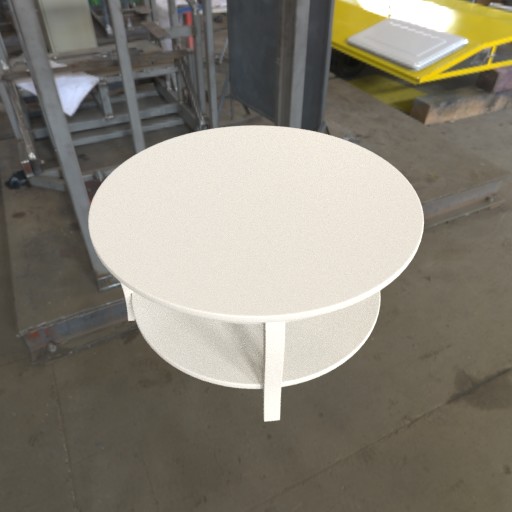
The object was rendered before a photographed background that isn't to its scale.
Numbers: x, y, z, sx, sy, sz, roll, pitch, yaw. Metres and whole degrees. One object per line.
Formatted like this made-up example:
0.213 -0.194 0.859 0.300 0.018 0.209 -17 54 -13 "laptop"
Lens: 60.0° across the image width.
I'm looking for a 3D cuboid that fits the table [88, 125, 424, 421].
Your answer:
0.000 0.000 1.398 0.910 0.457 0.910 0 41 0 "table"
